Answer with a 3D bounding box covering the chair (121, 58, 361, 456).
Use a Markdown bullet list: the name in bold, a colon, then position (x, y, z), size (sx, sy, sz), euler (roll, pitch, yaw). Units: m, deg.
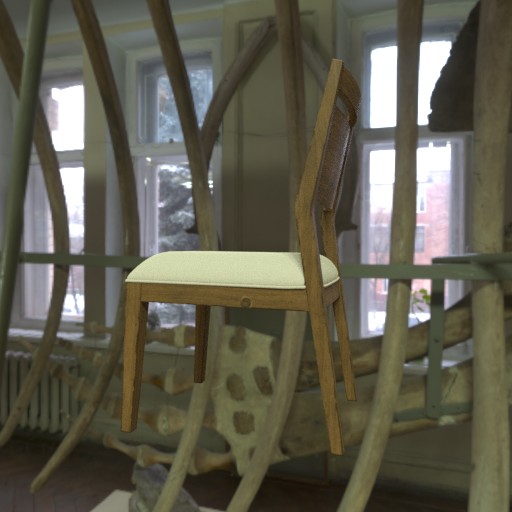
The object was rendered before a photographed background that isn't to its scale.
- **chair**: position (0.000, 0.000, 1.329), size (0.610, 0.939, 0.497), euler (0, 1, 17)
